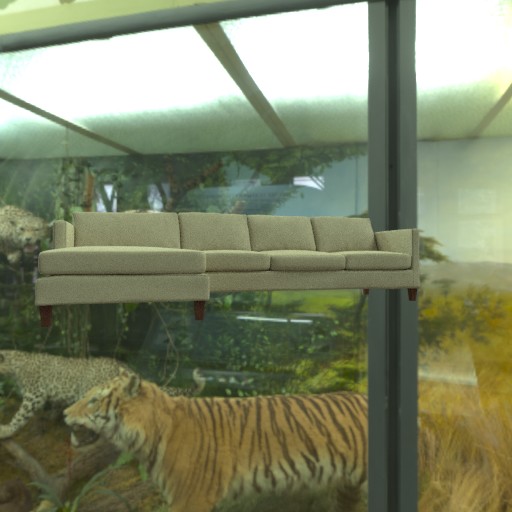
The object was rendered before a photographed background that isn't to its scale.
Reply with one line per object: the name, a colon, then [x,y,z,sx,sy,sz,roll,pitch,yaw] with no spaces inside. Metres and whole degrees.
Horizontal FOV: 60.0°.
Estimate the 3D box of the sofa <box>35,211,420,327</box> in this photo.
sofa: [0.000,0.000,3.803,3.186,0.846,1.625,0,0,-17]
